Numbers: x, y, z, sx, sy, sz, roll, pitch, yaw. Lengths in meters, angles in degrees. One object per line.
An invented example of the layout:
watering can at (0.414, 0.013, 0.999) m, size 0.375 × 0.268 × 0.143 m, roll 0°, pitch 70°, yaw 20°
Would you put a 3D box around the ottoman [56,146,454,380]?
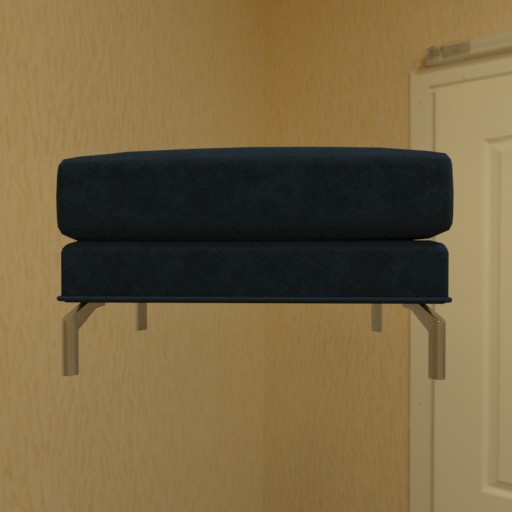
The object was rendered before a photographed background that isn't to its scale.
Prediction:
ottoman at (0.000, 0.000, 1.192) m, size 0.835 × 0.498 × 0.587 m, roll 0°, pitch 1°, yaw 2°
